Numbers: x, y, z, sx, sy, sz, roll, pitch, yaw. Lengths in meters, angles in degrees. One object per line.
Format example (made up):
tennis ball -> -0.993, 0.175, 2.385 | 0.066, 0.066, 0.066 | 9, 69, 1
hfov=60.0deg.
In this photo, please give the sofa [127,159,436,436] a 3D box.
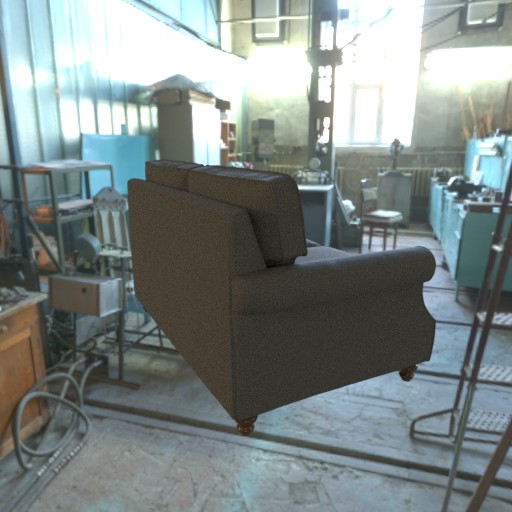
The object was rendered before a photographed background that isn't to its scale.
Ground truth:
sofa -> 0.000, 0.000, 2.267 | 0.964, 0.937, 1.665 | -8, 16, -27
